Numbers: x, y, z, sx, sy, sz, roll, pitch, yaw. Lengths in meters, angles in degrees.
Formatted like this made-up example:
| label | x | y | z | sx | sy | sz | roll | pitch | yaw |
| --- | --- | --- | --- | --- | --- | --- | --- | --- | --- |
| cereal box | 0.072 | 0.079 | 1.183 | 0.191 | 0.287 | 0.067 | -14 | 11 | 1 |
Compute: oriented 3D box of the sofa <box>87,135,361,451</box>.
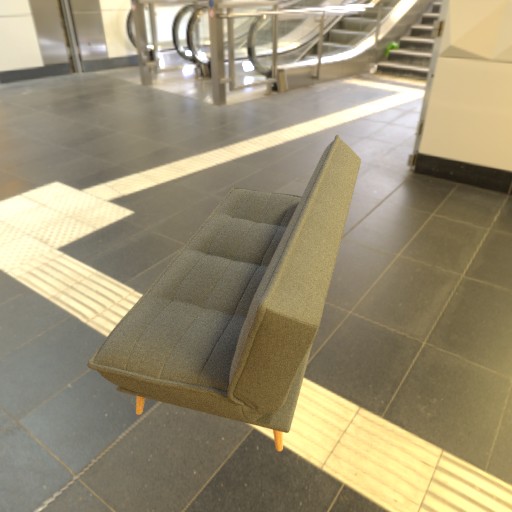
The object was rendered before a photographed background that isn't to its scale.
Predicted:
| label | x | y | z | sx | sy | sz | roll | pitch | yaw |
| --- | --- | --- | --- | --- | --- | --- | --- | --- | --- |
| sofa | 0.000 | 0.000 | 2.514 | 0.950 | 0.890 | 1.940 | 9 | 33 | 14 |
